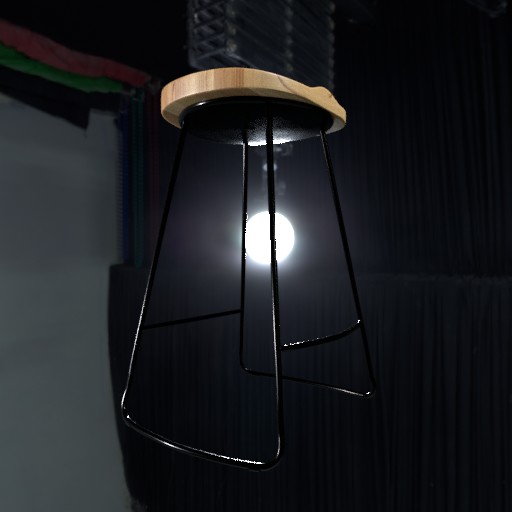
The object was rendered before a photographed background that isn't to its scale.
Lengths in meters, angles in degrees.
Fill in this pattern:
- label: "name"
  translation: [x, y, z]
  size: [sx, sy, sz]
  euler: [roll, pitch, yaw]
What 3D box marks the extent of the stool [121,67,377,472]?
- label: "stool"
  translation: [0.000, 0.000, 0.966]
  size: [0.401, 0.679, 0.480]
  euler: [1, 1, 36]
